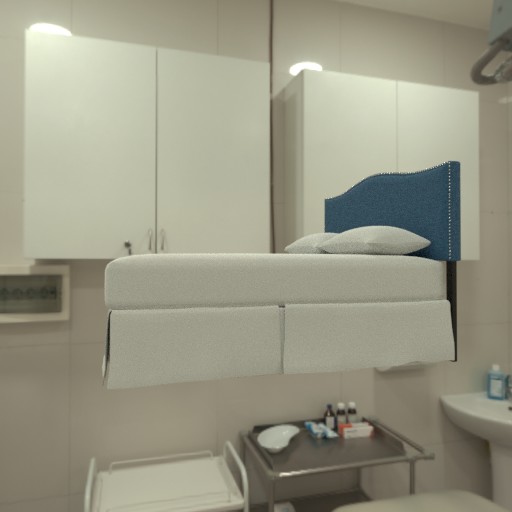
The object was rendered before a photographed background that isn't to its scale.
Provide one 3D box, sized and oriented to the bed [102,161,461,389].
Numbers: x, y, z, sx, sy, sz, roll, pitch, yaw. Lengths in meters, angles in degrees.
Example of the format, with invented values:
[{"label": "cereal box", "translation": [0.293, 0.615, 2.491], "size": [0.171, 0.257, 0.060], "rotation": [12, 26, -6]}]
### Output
[{"label": "bed", "translation": [0.000, 0.000, 2.904], "size": [1.872, 1.169, 1.610], "rotation": [0, -1, -17]}]
